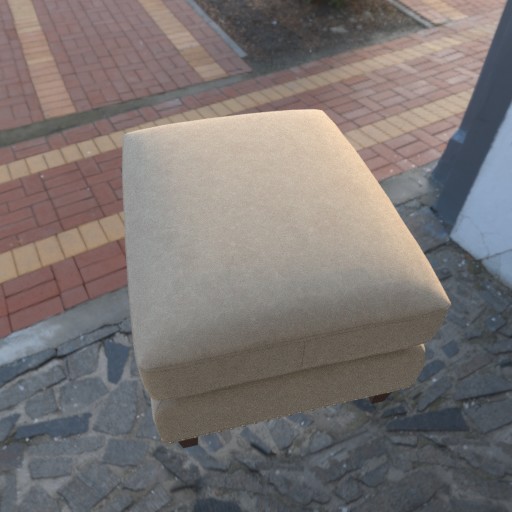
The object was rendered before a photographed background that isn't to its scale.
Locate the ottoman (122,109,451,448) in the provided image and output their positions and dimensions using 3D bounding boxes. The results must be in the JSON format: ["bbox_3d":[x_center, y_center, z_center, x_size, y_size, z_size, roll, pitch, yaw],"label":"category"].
[{"bbox_3d":[0.000,0.000,1.125,0.584,0.513,0.741,-10,48,-9],"label":"ottoman"}]
